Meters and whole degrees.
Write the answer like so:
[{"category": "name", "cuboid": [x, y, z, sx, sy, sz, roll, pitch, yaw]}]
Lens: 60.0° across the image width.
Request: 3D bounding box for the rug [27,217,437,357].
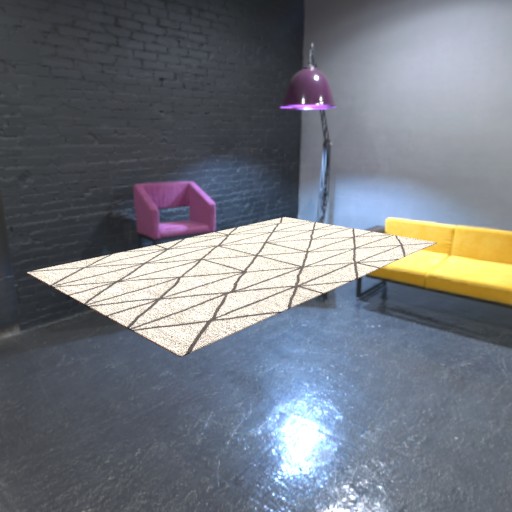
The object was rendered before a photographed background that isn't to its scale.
[{"category": "rug", "cuboid": [0.000, 0.000, 3.062, 1.526, 0.008, 2.465, 14, 21, 41]}]
